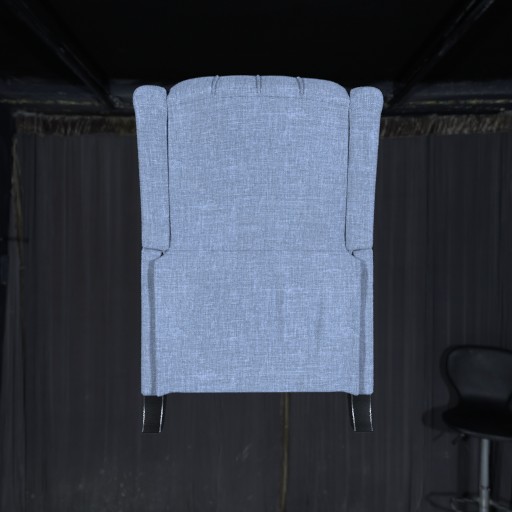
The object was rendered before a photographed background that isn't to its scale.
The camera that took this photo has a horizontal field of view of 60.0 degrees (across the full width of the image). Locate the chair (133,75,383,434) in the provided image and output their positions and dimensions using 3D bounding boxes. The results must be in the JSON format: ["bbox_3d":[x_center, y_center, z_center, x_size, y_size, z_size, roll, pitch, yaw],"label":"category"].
[{"bbox_3d":[0.000,0.000,1.618,0.742,1.035,0.898,0,0,-1],"label":"chair"}]
